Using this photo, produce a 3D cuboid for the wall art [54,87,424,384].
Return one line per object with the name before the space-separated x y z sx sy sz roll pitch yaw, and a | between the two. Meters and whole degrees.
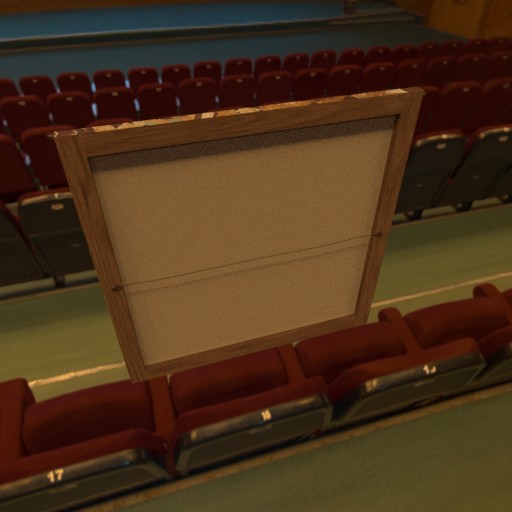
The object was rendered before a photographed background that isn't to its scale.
wall art | 0.000 0.000 1.124 0.757 0.762 0.028 -12 42 -13
